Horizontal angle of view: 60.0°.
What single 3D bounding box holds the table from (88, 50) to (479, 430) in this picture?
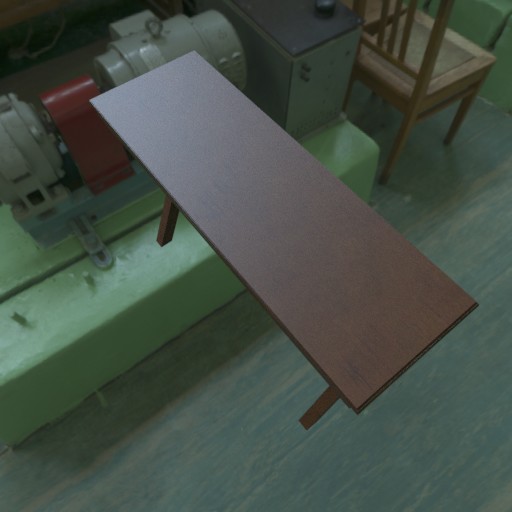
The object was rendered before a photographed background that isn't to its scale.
[{"bbox_3d":[0.000,0.000,1.541,0.399,0.763,1.197,-34,66,-18],"label":"table"}]
